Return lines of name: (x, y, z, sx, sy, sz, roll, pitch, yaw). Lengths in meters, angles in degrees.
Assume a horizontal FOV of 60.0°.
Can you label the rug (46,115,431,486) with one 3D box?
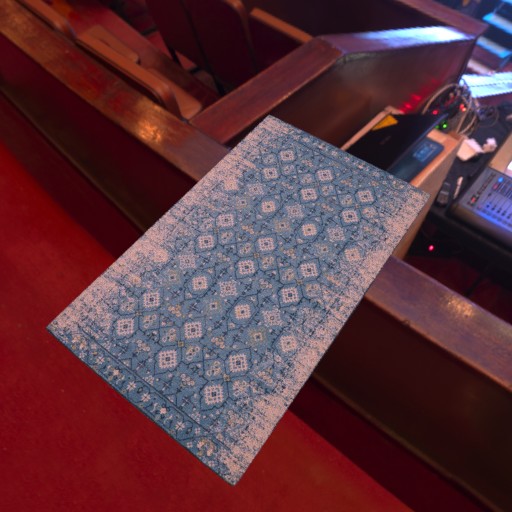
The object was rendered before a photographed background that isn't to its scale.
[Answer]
rug: (0.000, 0.000, 2.241, 1.102, 0.008, 1.795, 32, 64, 18)
